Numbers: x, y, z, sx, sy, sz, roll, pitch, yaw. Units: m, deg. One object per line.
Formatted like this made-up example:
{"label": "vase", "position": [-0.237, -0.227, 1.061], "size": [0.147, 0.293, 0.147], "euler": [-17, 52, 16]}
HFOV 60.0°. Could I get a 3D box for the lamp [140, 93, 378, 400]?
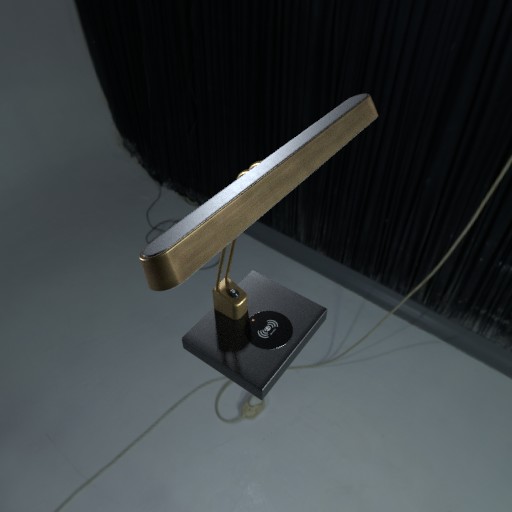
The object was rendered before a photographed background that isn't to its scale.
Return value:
{"label": "lamp", "position": [0.000, 0.000, 0.607], "size": [0.156, 0.345, 0.412], "euler": [27, 49, 26]}
